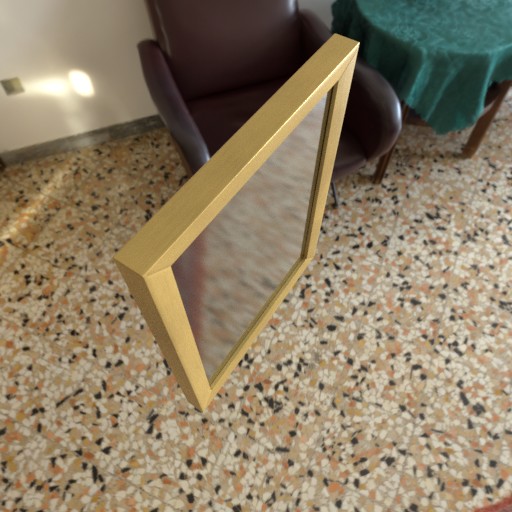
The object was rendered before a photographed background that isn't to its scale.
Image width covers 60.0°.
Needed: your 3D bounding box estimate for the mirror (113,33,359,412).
[{"bbox_3d":[0.000,0.000,0.687,0.041,0.508,0.405,30,63,17],"label":"mirror"}]
